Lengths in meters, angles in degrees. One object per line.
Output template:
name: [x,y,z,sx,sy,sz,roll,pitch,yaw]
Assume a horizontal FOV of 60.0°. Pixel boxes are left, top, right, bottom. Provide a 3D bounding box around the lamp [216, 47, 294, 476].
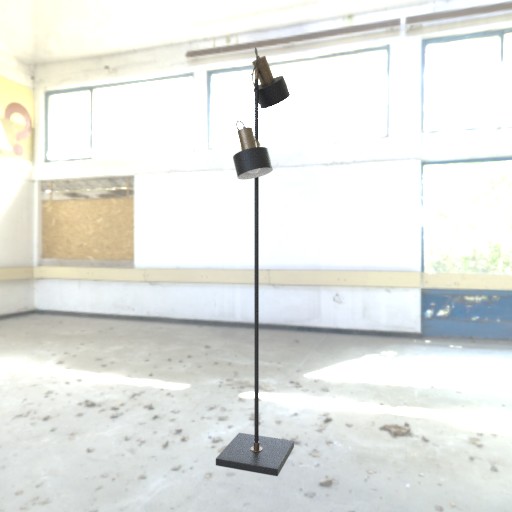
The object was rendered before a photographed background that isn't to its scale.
lamp: [0.000,0.000,1.639,0.233,1.505,0.315,1,2,19]
